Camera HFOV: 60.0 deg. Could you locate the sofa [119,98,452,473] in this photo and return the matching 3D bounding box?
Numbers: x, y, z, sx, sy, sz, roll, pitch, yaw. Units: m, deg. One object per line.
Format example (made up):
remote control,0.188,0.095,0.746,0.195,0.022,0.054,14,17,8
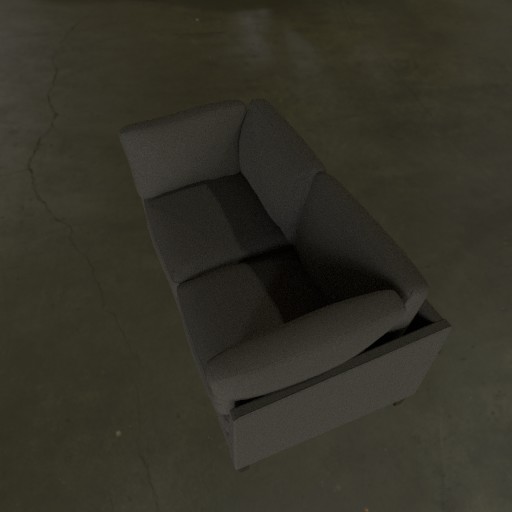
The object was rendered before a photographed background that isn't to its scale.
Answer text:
sofa,0.000,0.000,2.310,0.969,0.920,1.751,-17,49,-15
